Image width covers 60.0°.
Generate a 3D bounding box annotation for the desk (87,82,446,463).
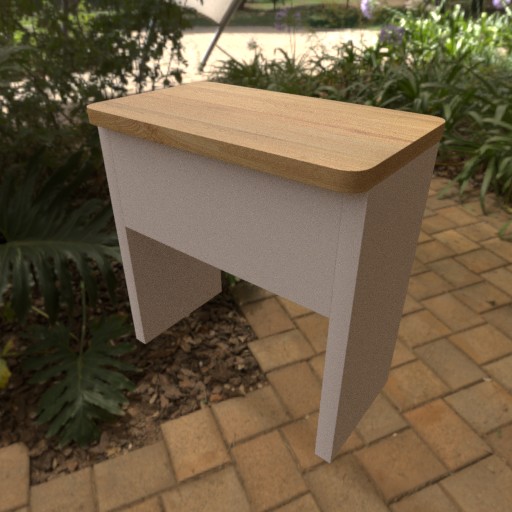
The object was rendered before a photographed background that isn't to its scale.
[{"bbox_3d":[0.000,0.000,1.245,0.760,0.790,0.440,22,38,32],"label":"desk"}]
